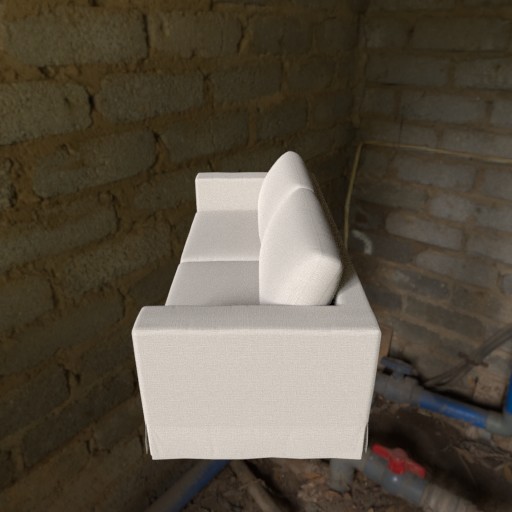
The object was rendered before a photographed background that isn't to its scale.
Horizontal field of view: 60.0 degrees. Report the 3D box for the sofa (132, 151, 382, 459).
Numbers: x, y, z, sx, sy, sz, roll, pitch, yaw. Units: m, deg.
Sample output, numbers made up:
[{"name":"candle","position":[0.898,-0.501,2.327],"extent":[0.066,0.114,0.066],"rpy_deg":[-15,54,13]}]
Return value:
[{"name":"sofa","position":[0.000,0.000,2.676],"extent":[0.954,0.881,2.163],"rpy_deg":[0,26,0]}]
